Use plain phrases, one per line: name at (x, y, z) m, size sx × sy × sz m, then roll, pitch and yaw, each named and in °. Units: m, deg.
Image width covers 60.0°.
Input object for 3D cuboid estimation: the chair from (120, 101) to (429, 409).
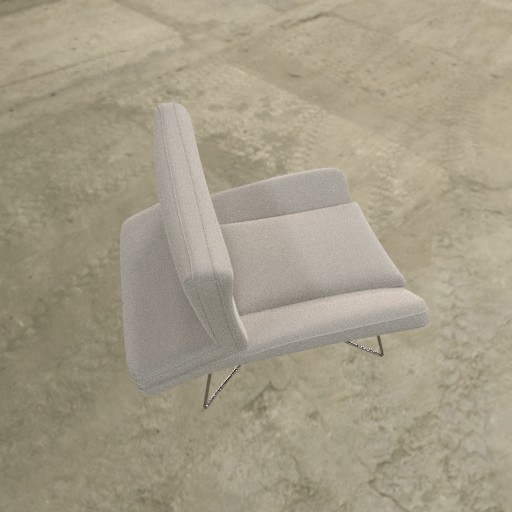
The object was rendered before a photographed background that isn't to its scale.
chair at (0.000, 0.000, 1.636) m, size 1.008 × 0.855 × 0.859 m, roll -10°, pitch 48°, yaw -9°
